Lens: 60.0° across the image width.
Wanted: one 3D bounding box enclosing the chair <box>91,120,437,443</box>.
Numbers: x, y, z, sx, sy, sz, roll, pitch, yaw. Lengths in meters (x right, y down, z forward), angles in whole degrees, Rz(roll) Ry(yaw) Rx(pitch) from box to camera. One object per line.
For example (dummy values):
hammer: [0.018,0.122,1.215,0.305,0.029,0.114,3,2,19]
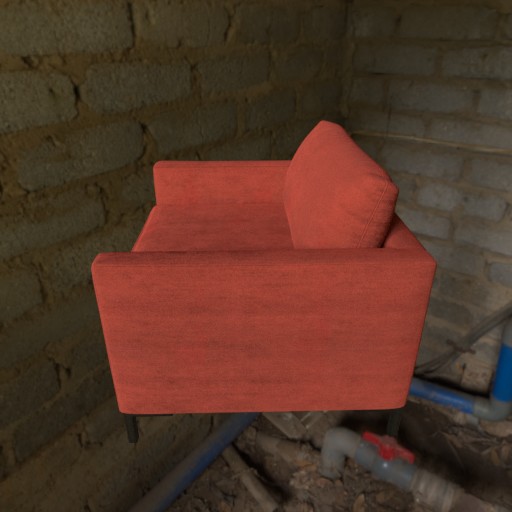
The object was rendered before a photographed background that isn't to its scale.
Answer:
chair: [0.000,0.000,1.578,0.875,0.812,0.964,-1,27,-1]
